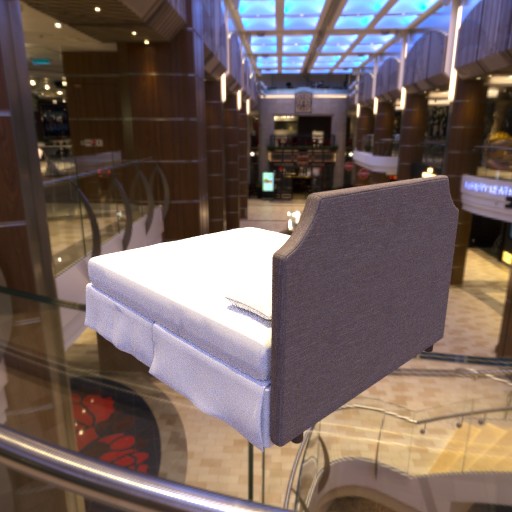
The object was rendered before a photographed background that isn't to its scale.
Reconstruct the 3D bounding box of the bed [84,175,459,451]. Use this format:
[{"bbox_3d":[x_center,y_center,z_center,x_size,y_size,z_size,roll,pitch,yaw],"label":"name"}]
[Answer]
[{"bbox_3d":[0.000,0.000,4.178,2.350,1.590,2.773,-14,21,-41],"label":"bed"}]
